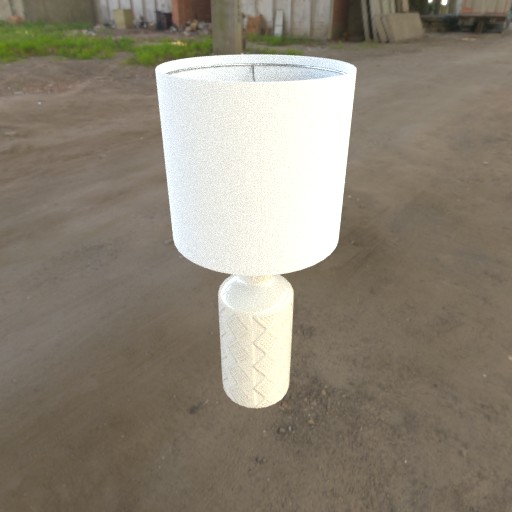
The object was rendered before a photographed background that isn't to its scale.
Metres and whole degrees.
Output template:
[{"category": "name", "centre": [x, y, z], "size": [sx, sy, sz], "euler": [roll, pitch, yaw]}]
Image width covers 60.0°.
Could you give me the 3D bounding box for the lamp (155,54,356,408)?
[{"category": "lamp", "centre": [0.000, 0.000, 0.579], "size": [0.207, 0.461, 0.207], "euler": [-1, 30, -2]}]
